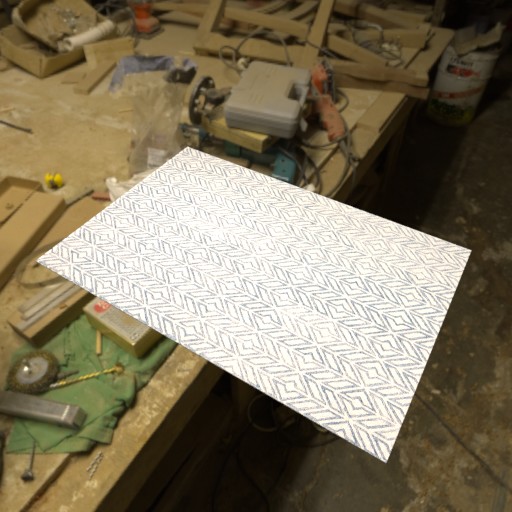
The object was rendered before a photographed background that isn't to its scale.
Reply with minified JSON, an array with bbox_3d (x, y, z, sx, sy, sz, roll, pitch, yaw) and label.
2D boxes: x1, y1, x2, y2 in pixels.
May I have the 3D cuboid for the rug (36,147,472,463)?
[{"bbox_3d":[0.000,0.000,2.231,1.824,0.008,1.220,24,51,22],"label":"rug"}]
